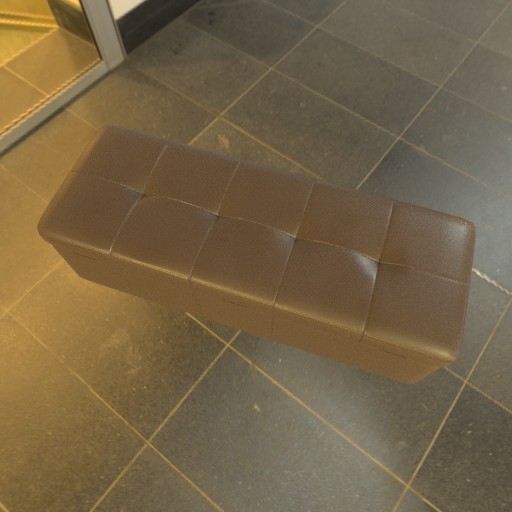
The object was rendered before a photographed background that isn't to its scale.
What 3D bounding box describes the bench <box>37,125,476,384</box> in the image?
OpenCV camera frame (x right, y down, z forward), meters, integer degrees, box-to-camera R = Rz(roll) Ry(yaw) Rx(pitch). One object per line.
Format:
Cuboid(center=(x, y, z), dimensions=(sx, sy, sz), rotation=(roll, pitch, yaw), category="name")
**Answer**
Cuboid(center=(0.000, 0.000, 1.448), dimensions=(1.219, 0.417, 0.450), rotation=(17, 64, 8), category="bench")
